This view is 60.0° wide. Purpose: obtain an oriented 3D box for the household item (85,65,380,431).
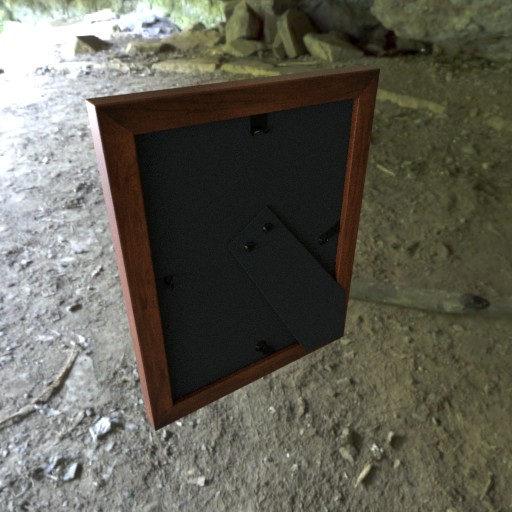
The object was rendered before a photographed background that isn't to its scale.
[{"bbox_3d":[0.000,0.000,0.336,0.200,0.250,0.020,-19,36,-28],"label":"household item"}]
